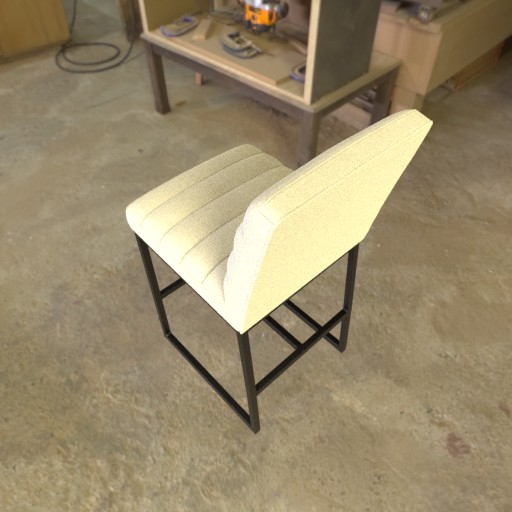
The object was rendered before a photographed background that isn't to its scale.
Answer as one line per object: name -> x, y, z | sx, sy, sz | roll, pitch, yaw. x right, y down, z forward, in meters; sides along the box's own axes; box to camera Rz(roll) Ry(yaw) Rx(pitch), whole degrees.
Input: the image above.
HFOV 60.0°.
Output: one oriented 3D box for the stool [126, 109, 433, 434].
stool -> 0.000, 0.000, 1.240 | 0.460, 0.940, 0.560 | -34, 56, -28
